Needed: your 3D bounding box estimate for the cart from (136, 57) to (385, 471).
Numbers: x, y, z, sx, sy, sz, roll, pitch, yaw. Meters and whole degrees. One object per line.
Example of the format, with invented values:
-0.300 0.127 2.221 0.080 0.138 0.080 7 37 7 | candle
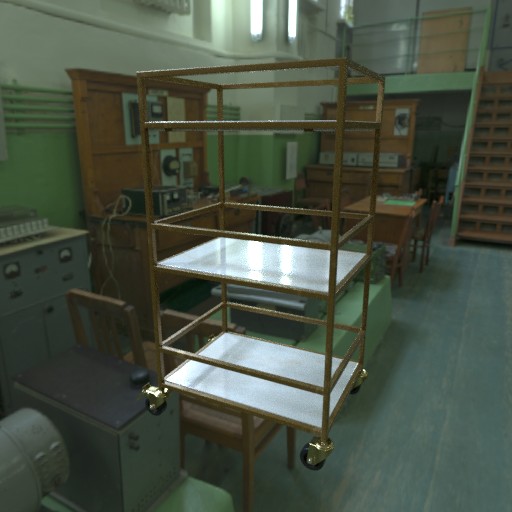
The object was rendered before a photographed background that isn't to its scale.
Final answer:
0.000 0.000 1.002 0.483 0.761 0.332 8 18 25 | cart
